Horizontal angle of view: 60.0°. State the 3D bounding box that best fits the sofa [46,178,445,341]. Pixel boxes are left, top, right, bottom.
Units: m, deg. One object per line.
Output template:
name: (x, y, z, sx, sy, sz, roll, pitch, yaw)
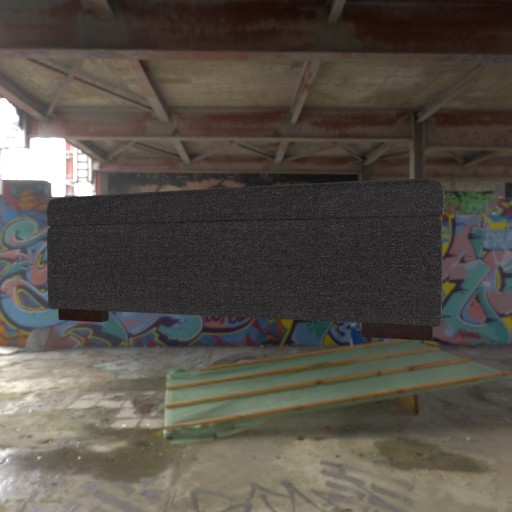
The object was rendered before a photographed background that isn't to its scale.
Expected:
sofa: (0.000, 0.000, 1.621, 1.198, 0.417, 0.782, 0, 0, 18)
